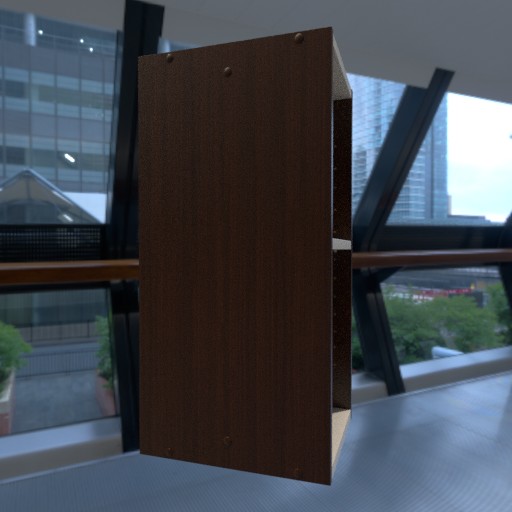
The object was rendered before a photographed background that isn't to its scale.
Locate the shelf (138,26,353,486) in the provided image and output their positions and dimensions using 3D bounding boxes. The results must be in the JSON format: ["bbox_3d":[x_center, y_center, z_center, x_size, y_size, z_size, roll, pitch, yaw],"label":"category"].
[{"bbox_3d":[0.000,0.000,0.742,0.290,0.600,0.253,0,1,18],"label":"shelf"}]
